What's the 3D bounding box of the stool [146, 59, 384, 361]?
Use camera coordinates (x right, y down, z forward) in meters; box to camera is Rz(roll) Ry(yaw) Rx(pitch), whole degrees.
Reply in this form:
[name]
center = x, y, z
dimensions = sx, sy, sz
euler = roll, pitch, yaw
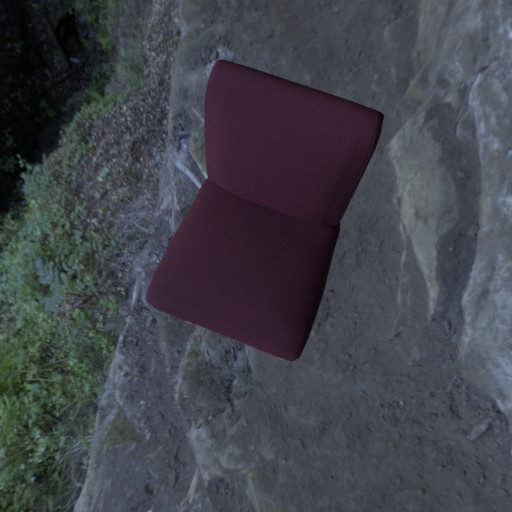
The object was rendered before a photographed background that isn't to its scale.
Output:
[stool]
center = 0.000, 0.000, 1.434
dimensions = 0.468, 1.093, 0.562
euler = 21, 76, 5
